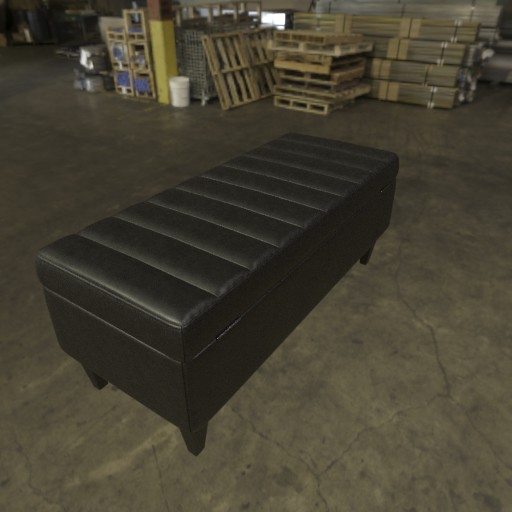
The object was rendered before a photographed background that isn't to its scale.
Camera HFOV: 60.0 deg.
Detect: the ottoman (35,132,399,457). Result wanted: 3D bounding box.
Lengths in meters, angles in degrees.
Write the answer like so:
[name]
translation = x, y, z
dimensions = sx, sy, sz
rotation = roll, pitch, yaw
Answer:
[ottoman]
translation = 0.000, 0.000, 1.404
dimensions = 0.482, 0.469, 1.151
rotation = 20, 37, 29
